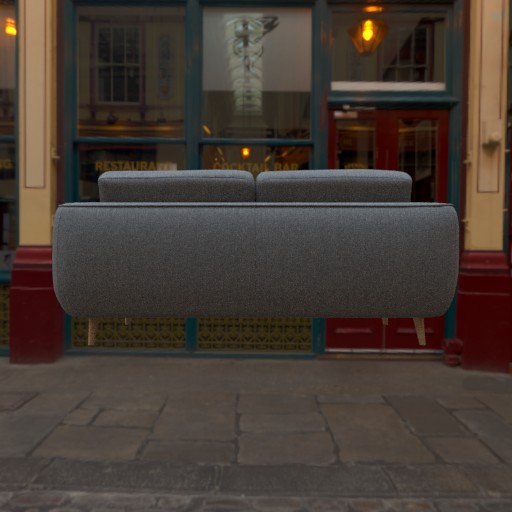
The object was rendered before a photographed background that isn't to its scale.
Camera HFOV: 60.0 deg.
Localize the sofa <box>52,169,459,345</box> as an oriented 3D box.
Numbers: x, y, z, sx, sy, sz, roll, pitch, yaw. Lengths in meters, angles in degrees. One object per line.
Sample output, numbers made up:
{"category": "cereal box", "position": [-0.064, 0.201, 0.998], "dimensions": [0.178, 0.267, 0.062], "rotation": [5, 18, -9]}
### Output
{"category": "sofa", "position": [0.000, 0.000, 2.490], "dimensions": [2.000, 0.870, 0.920], "rotation": [0, 0, 0]}
